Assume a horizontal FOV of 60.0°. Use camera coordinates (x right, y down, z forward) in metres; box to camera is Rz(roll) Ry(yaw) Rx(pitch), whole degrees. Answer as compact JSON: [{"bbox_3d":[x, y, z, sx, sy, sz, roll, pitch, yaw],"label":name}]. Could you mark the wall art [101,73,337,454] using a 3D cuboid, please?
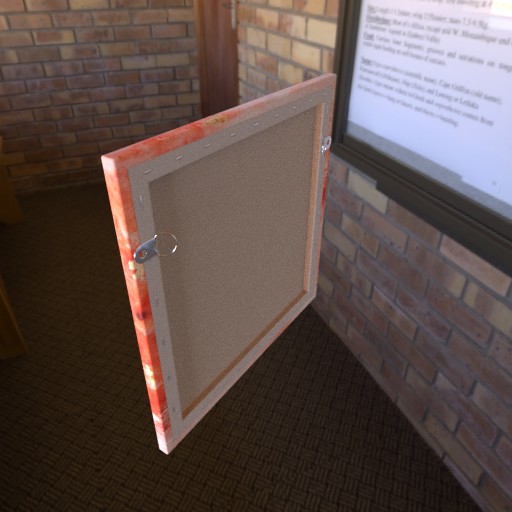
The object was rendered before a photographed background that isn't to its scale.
[{"bbox_3d":[0.000,0.000,1.315,0.066,0.878,0.878,21,39,29],"label":"wall art"}]
